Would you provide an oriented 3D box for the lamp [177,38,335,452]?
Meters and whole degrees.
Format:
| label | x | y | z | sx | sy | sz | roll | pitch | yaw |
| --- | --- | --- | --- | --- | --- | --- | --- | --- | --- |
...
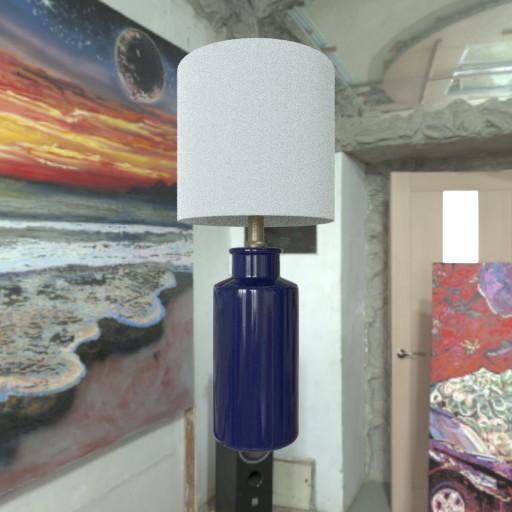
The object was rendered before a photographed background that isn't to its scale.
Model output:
| label | x | y | z | sx | sy | sz | roll | pitch | yaw |
| --- | --- | --- | --- | --- | --- | --- | --- | --- | --- |
| lamp | 0.000 | 0.000 | 0.606 | 0.212 | 0.493 | 0.212 | 0 | 0 | 0 |
